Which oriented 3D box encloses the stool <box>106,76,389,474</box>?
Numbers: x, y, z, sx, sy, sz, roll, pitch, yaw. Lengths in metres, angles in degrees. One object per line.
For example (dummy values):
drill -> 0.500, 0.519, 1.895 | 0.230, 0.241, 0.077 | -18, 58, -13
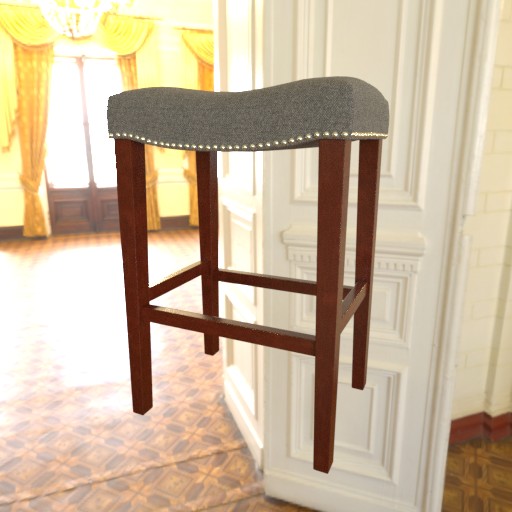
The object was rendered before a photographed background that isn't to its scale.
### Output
stool -> 0.000, 0.000, 1.024 | 0.504, 0.742, 0.372 | 7, 16, 24
